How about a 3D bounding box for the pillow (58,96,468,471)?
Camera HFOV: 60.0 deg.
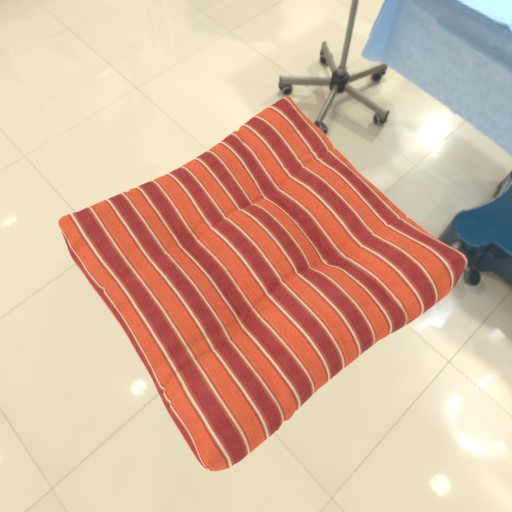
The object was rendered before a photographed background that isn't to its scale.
[{"bbox_3d":[0.000,0.000,0.728,0.490,0.133,0.468,-33,68,-16],"label":"pillow"}]
